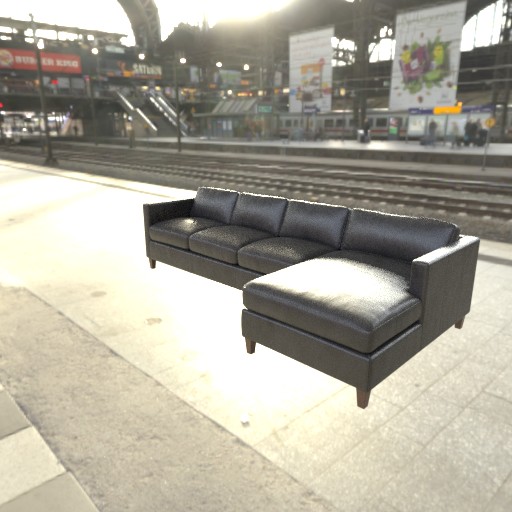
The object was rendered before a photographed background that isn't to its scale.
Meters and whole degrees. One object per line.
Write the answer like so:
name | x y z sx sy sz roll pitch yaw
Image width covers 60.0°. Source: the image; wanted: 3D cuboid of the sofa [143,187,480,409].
sofa | 0.000 0.000 3.946 3.203 0.883 1.581 15 22 42
